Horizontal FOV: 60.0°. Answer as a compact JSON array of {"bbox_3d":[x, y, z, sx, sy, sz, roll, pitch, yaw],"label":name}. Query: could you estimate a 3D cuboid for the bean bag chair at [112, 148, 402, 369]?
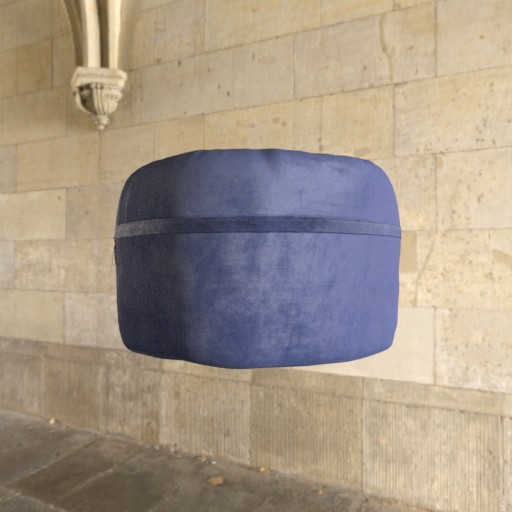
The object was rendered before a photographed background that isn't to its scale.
[{"bbox_3d":[0.000,0.000,1.963,1.219,0.762,1.219,0,-1,0],"label":"bean bag chair"}]
